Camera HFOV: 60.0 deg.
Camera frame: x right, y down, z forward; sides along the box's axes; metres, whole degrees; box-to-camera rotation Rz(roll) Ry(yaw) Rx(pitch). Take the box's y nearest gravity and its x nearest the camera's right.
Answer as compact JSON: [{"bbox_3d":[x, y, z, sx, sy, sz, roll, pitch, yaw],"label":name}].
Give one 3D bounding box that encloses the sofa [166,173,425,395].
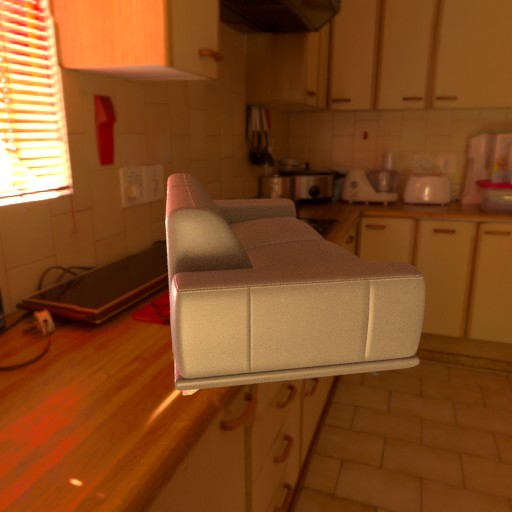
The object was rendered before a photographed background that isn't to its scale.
[{"bbox_3d":[0.000,0.000,2.369,0.900,0.772,1.901,-3,16,-10],"label":"sofa"}]
